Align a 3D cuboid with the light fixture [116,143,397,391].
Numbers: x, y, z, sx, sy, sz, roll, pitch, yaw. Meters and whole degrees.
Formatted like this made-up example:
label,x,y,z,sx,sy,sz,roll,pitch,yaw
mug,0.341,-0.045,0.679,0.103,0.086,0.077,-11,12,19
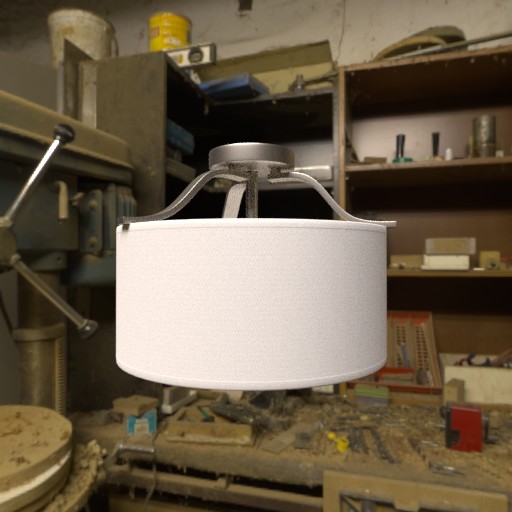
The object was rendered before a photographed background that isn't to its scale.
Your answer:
label,x,y,z,sx,sy,sz,roll,pitch,yaw
light fixture,0.000,0.000,0.653,0.395,0.304,0.395,0,0,0
